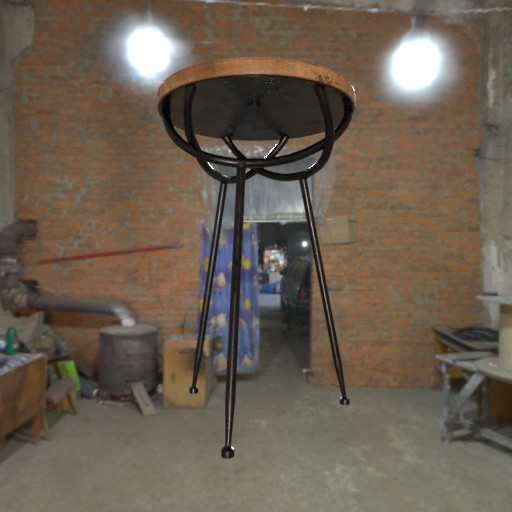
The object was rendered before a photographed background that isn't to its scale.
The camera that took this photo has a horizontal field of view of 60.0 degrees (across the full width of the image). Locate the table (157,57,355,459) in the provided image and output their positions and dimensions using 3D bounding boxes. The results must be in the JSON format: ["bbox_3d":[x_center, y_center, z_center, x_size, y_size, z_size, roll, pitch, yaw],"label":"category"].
[{"bbox_3d":[0.000,0.000,0.944,0.414,0.664,0.418,0,0,-34],"label":"table"}]
